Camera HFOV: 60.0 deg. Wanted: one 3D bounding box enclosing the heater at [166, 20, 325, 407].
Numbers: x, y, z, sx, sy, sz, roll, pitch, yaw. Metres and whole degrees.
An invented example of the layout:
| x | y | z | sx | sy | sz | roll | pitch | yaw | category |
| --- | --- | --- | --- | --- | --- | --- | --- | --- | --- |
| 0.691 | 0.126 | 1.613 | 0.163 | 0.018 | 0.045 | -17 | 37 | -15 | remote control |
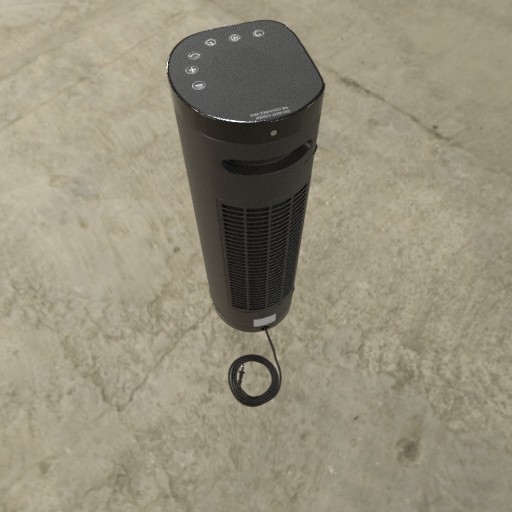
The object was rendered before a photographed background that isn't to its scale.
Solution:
| x | y | z | sx | sy | sz | roll | pitch | yaw | category |
| --- | --- | --- | --- | --- | --- | --- | --- | --- | --- |
| 0.000 | 0.000 | 0.681 | 0.174 | 0.552 | 0.312 | -15 | 60 | -9 | heater |
